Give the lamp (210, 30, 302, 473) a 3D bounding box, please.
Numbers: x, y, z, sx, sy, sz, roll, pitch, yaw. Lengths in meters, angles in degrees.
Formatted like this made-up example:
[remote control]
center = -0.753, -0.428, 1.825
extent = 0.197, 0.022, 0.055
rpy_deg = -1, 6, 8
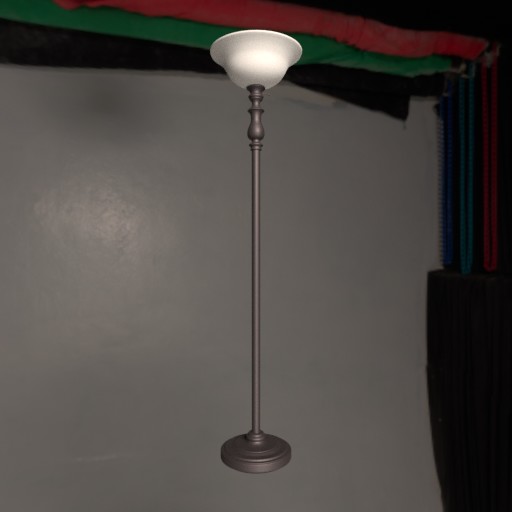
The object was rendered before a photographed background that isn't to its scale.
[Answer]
[lamp]
center = 0.000, 0.000, 1.966
extent = 0.405, 1.797, 0.405
rpy_deg = 0, 0, -19
